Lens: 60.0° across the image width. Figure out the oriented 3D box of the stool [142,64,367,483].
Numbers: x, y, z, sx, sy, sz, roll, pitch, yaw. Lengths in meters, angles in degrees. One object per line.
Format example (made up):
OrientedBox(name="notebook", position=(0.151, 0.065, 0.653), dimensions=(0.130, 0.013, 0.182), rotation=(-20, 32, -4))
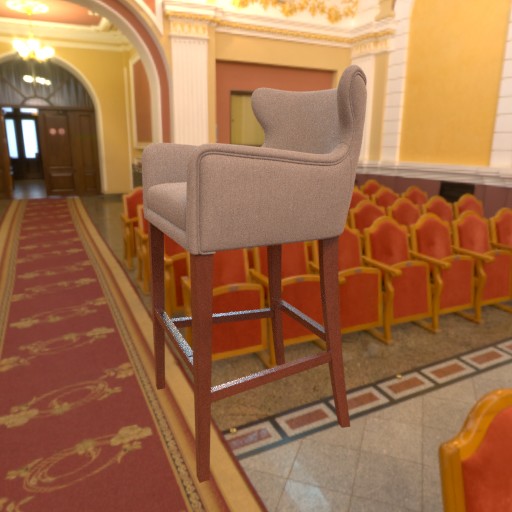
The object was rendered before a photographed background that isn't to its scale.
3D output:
OrientedBox(name="stool", position=(0.000, 0.000, 1.376), dimensions=(0.575, 1.047, 0.575), rotation=(-7, 16, -24))
